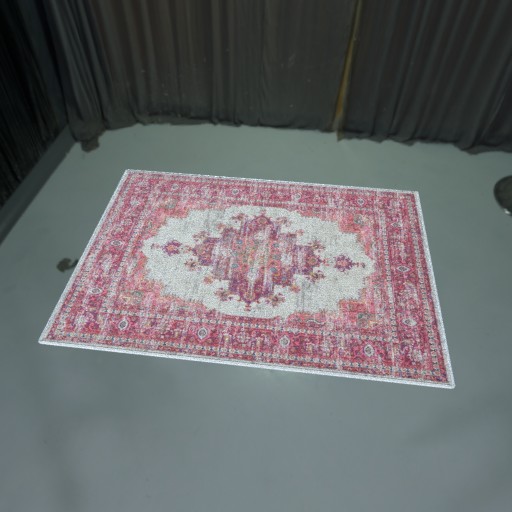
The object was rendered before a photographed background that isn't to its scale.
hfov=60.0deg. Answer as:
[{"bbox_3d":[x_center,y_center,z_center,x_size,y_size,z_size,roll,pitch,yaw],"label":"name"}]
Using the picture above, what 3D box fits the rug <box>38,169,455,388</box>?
[{"bbox_3d":[0.000,0.000,2.240,1.747,0.011,1.217,5,48,5],"label":"rug"}]
